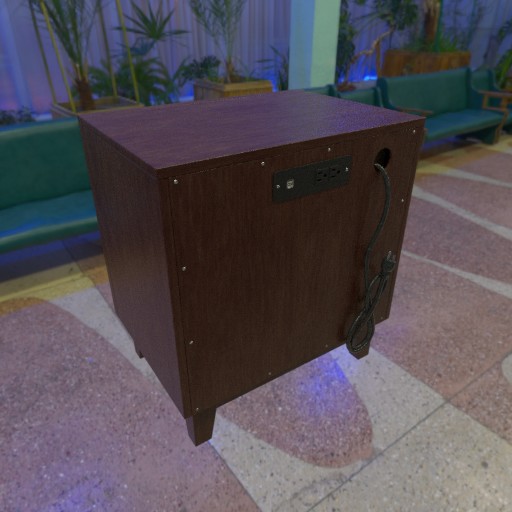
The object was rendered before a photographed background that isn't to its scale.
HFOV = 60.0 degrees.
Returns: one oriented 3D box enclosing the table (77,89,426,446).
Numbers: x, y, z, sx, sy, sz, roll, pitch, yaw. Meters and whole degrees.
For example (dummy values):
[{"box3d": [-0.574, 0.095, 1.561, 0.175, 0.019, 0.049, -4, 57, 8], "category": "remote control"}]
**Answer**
[{"box3d": [0.000, 0.000, 1.004, 0.557, 0.609, 0.449, -18, 34, -29], "category": "table"}]
